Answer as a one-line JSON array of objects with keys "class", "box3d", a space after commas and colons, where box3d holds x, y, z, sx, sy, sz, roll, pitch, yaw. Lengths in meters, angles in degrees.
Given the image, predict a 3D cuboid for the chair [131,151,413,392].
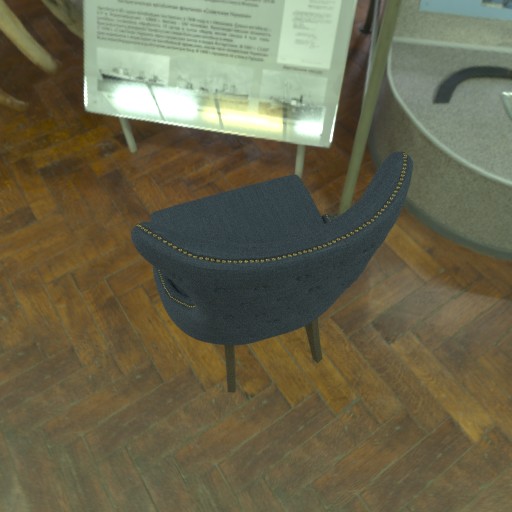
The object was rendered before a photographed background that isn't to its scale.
[{"class": "chair", "box3d": [0.000, 0.000, 1.354, 0.628, 0.967, 0.635, -17, 59, -10]}]
